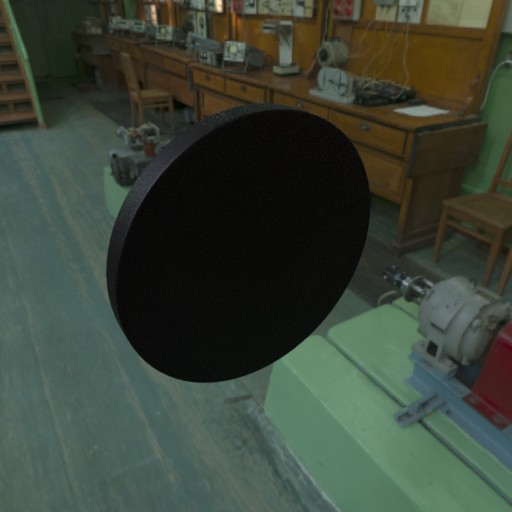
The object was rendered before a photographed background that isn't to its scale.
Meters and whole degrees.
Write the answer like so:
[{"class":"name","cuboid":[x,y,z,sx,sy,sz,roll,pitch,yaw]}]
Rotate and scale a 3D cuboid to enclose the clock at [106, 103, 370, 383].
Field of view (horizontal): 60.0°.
[{"class":"clock","cuboid":[0.000,0.000,0.480,0.314,0.314,0.029,-19,36,-28]}]
